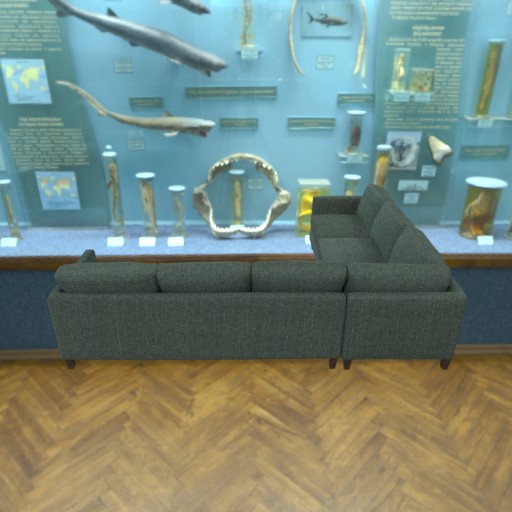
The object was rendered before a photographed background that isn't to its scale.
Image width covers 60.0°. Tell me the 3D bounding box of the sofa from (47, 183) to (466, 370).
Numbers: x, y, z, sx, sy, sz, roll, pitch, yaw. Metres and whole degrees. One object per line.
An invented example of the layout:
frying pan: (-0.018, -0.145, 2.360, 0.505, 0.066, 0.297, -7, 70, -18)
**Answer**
sofa: (0.000, 0.000, 4.657, 3.302, 0.947, 2.593, 0, 25, 0)
